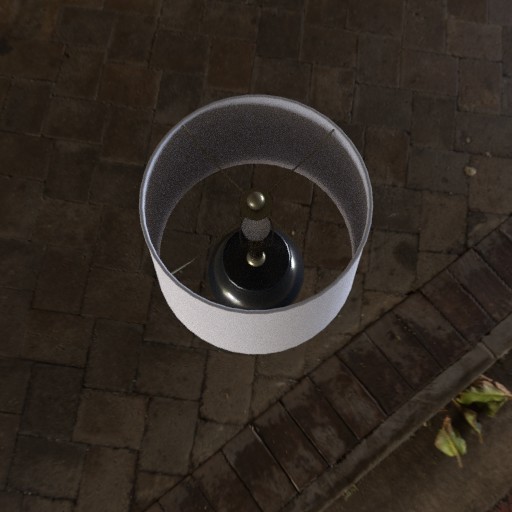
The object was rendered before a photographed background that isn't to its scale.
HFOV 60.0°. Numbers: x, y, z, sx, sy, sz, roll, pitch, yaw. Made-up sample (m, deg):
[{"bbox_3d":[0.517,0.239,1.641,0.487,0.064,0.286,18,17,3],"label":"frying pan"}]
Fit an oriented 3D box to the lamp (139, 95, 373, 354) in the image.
[{"bbox_3d":[0.000,0.000,0.550,0.239,0.399,0.239,0,76,0],"label":"lamp"}]
